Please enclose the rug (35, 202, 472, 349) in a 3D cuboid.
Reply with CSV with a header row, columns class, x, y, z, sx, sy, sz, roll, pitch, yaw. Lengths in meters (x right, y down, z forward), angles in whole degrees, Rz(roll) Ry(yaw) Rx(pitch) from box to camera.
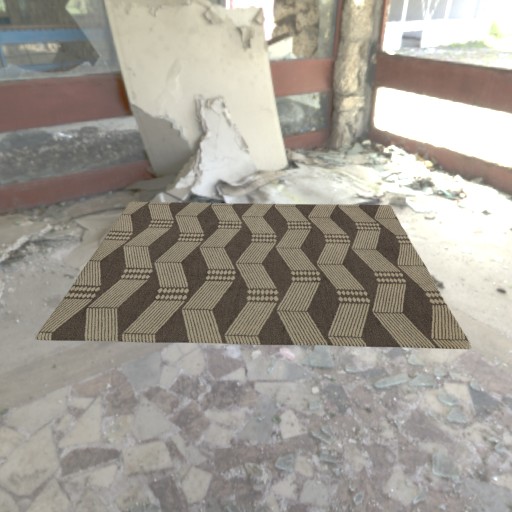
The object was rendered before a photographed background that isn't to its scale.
class,x,y,z,sx,sy,sz,roll,pitch,yaw
rug,0.000,0.000,4.124,3.048,0.016,2.438,1,30,2
